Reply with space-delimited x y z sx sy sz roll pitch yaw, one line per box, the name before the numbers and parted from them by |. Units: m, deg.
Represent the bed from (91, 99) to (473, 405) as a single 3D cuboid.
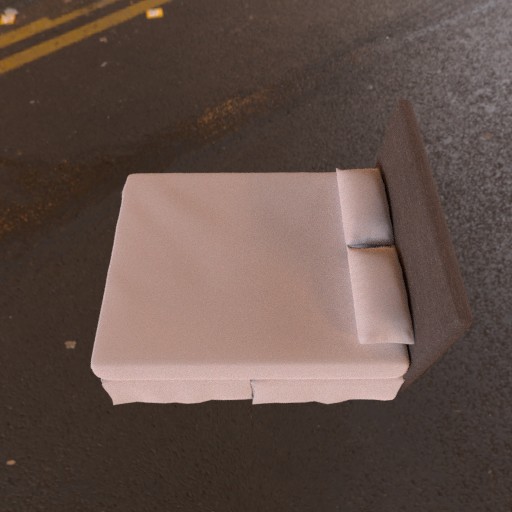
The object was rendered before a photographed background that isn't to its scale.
bed | 0.000 0.000 3.101 2.142 1.330 1.723 0 58 0
